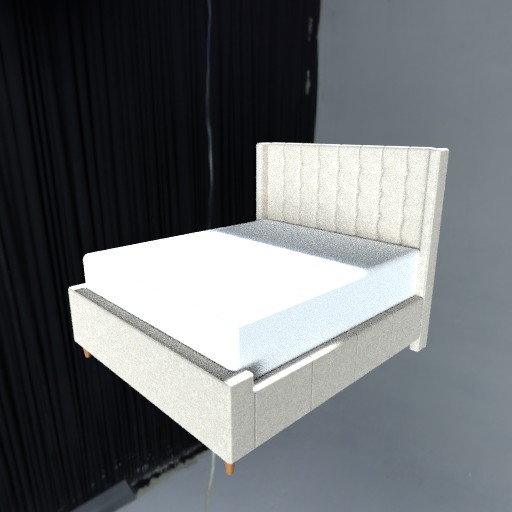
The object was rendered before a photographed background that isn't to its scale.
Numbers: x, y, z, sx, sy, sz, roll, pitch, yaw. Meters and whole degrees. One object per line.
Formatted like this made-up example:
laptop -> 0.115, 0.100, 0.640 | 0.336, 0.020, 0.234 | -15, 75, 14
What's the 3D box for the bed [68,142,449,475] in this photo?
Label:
bed -> 0.000, 0.000, 3.687 | 2.370, 1.743, 2.045 | -15, 22, -42
